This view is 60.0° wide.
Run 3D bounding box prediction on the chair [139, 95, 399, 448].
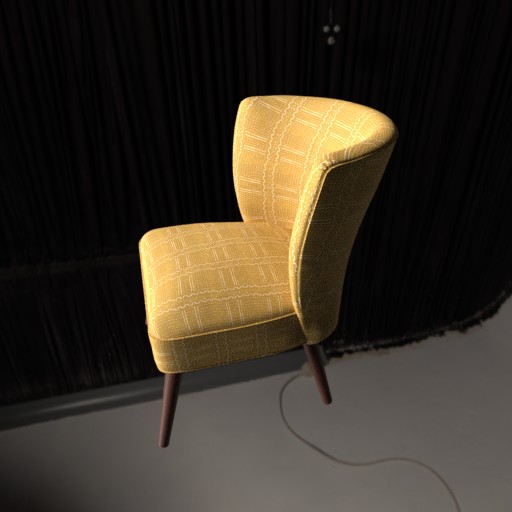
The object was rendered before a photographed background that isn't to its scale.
[{"bbox_3d":[0.000,0.000,1.411,0.758,0.866,0.706,-8,32,-14],"label":"chair"}]
